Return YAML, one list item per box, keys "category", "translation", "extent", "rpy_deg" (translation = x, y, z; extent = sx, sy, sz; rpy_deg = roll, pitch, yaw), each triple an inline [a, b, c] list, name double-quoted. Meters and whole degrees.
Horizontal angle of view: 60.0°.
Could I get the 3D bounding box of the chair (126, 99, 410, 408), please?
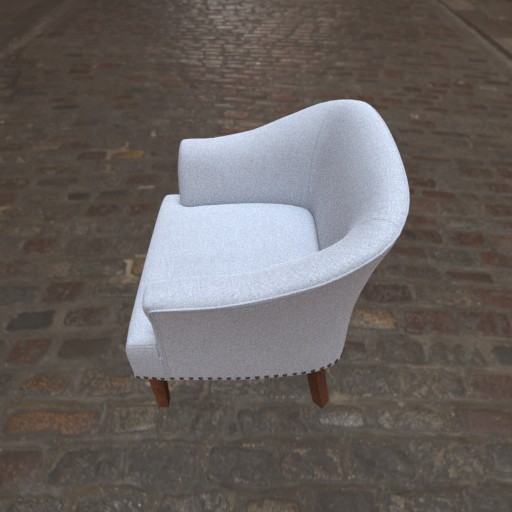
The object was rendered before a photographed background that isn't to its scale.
- category: "chair"
  translation: [0.000, 0.000, 1.401]
  extent: [0.704, 0.815, 0.798]
  rpy_deg: [0, 42, 0]
